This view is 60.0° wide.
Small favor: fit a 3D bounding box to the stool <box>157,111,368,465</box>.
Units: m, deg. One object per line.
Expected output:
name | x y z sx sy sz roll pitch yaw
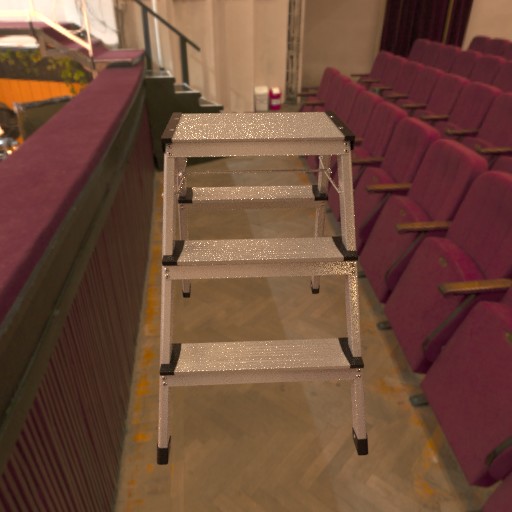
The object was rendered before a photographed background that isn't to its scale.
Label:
stool | 0.000 0.000 1.022 0.437 0.605 0.622 -1 30 -3
